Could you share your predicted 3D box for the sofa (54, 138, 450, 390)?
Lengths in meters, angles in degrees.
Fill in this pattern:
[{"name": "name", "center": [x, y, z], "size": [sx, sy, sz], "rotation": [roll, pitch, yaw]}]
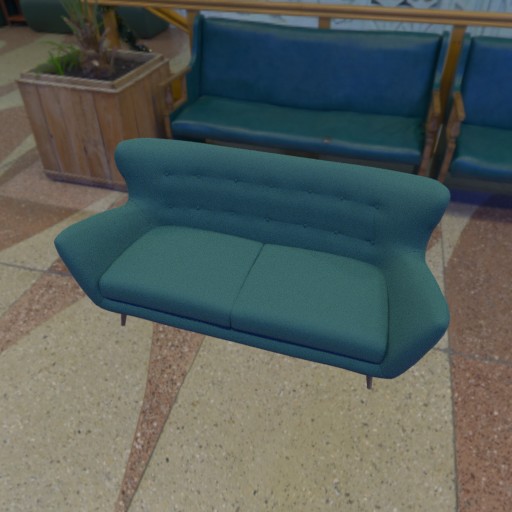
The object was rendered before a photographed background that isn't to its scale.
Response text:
[{"name": "sofa", "center": [0.000, 0.000, 2.440], "size": [1.930, 0.890, 0.889], "rotation": [11, 40, 14]}]
